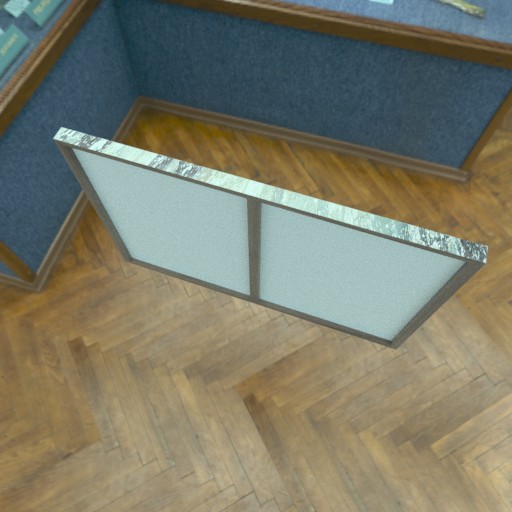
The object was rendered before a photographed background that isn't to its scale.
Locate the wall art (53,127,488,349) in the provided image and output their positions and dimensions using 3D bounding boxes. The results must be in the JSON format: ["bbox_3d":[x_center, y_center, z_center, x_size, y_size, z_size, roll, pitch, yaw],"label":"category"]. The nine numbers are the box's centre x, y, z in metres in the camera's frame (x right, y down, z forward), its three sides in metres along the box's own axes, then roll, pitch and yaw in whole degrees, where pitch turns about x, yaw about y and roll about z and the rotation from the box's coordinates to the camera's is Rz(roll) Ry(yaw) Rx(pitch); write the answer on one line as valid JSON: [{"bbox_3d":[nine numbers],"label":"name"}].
[{"bbox_3d":[0.000,0.000,1.167,0.919,0.598,0.038,17,64,9],"label":"wall art"}]
